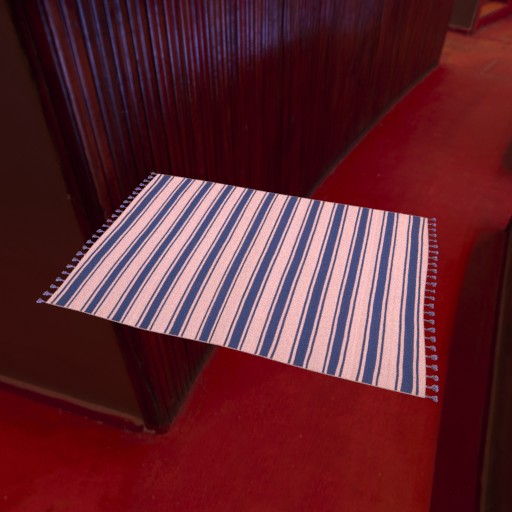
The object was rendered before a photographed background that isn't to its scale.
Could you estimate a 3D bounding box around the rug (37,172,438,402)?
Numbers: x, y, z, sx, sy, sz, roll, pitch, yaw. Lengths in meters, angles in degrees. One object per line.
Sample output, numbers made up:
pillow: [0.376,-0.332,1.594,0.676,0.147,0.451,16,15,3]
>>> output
rug: [0.000,0.000,2.943,2.315,0.010,1.544,11,43,12]
